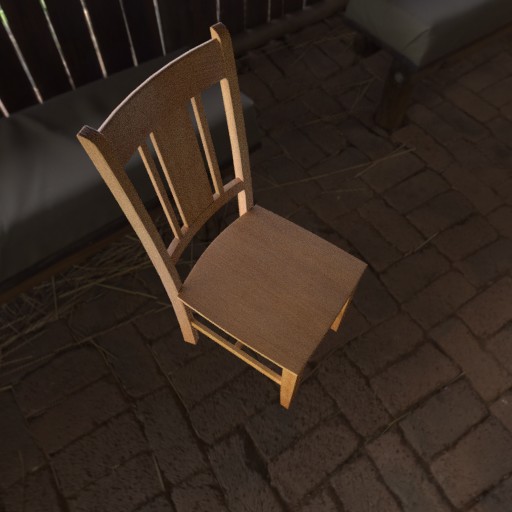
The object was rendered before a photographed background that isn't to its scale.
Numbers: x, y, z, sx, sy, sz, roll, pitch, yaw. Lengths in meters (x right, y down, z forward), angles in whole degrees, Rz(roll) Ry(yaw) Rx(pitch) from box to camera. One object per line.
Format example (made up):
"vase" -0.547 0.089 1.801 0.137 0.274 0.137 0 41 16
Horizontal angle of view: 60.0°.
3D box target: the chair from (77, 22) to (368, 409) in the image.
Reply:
"chair" 0.000 0.000 1.276 0.556 0.998 0.450 30 63 17
